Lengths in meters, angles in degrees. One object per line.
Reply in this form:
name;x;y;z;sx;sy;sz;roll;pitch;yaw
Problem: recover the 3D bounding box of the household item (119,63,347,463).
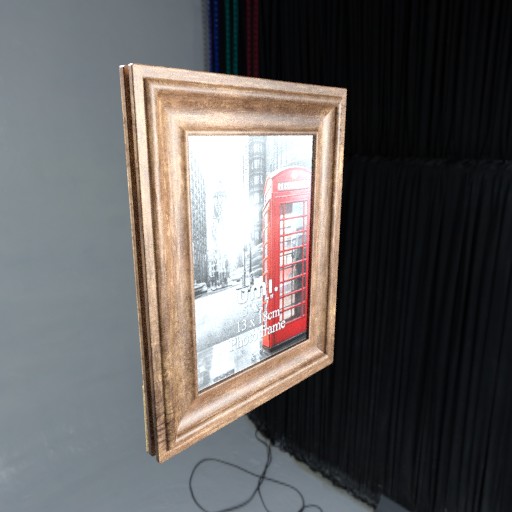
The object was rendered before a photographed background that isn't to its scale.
household item;0.000;0.000;0.319;0.186;0.237;0.018;-15;21;-43
